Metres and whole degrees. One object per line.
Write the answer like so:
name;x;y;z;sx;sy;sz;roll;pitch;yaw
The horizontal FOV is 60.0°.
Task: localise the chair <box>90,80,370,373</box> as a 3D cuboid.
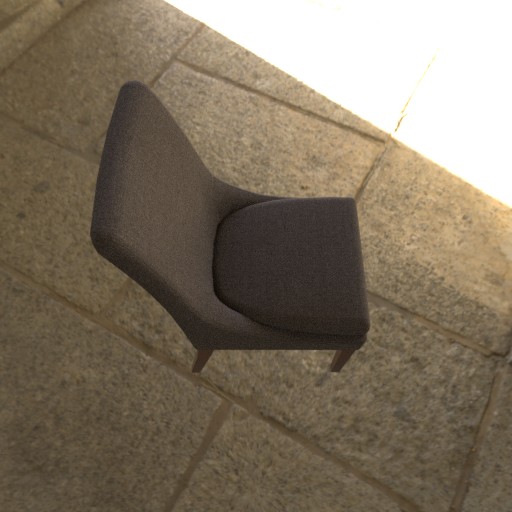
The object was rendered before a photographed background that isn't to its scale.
chair;0.000;0.000;1.347;0.655;0.952;0.508;0;63;0
